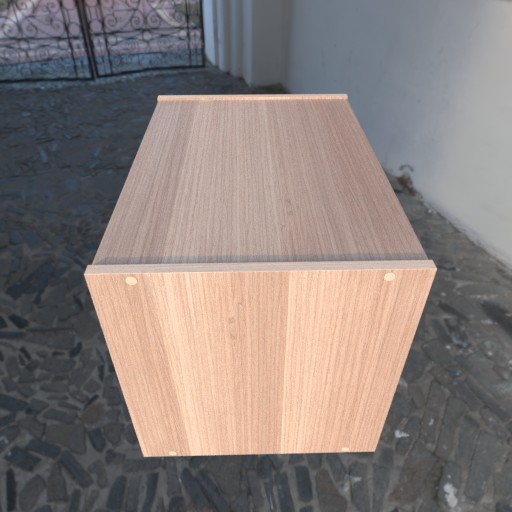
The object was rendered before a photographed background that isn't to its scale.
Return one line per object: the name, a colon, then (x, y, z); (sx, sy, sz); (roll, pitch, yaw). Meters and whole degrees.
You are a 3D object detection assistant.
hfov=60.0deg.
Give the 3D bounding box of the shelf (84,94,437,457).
shelf: (0.000, 0.000, 0.620); (0.290, 0.305, 0.415); (-1, 39, -1)
